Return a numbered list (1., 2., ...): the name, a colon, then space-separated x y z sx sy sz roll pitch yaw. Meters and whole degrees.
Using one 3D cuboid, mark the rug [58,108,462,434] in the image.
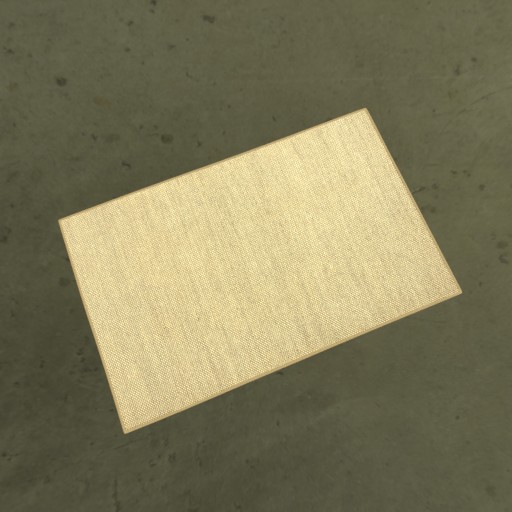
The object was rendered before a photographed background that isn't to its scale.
1. rug: 0.000 0.000 2.124 1.667 0.013 1.062 -21 77 -5
